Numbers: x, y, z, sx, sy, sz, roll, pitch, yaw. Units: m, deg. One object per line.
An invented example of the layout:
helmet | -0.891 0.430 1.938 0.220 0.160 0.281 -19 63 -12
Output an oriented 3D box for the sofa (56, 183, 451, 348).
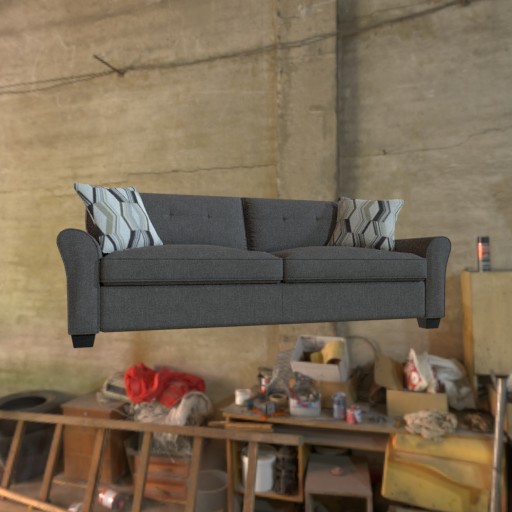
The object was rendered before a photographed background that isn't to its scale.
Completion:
sofa | 0.000 0.000 2.573 2.032 0.813 0.889 0 -1 -18
